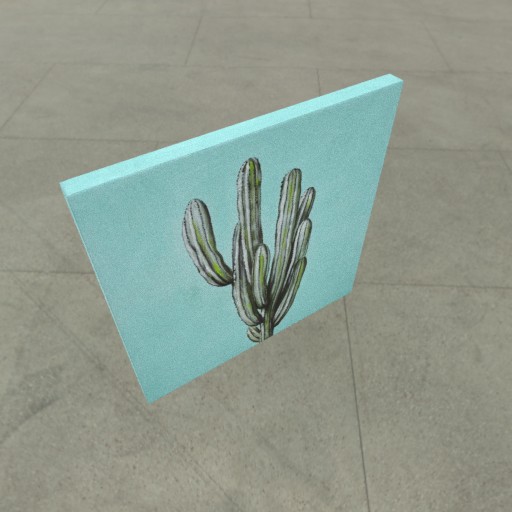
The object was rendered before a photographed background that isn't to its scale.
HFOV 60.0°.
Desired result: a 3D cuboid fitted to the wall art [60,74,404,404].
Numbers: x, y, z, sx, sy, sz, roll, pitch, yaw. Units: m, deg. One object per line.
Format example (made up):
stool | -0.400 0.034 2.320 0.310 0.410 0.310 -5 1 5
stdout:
wall art | 0.000 0.000 1.155 0.765 0.766 0.054 -25 52 -22
